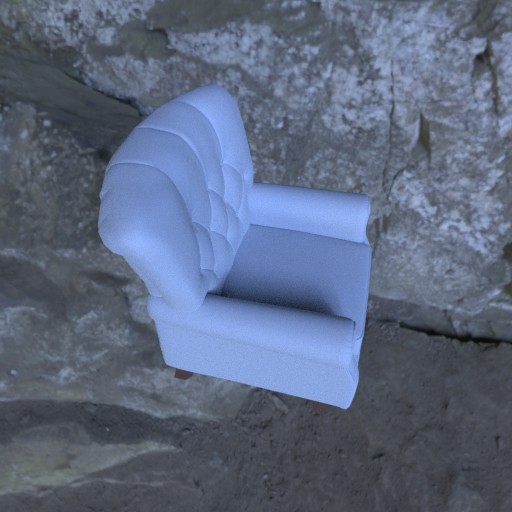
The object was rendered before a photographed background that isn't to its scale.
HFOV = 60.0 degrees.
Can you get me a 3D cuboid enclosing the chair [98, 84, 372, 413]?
[{"bbox_3d":[0.000,0.000,2.103,1.128,1.217,1.090,10,47,10],"label":"chair"}]
